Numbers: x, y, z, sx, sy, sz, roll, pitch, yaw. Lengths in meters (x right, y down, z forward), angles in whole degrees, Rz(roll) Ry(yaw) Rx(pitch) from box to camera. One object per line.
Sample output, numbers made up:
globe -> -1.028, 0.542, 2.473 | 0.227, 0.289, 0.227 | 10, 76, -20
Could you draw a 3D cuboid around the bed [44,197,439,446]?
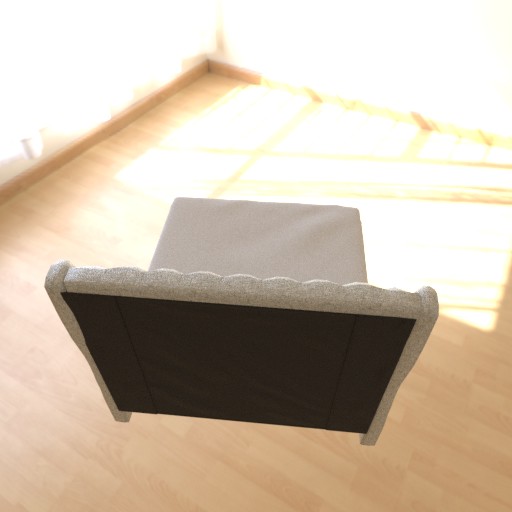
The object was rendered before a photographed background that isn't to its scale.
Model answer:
bed -> 0.000, 0.000, 3.786 | 2.219, 1.771, 2.347 | 4, 46, 4
